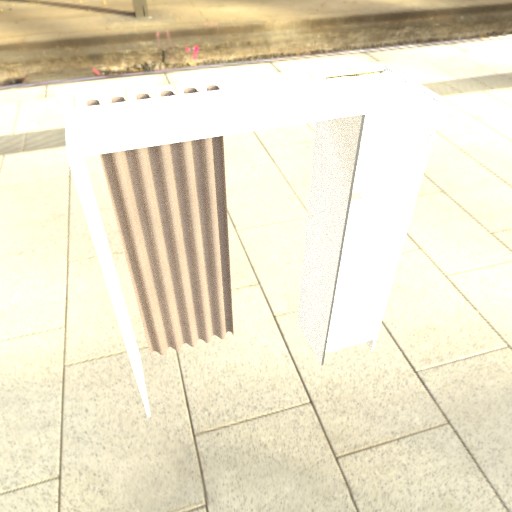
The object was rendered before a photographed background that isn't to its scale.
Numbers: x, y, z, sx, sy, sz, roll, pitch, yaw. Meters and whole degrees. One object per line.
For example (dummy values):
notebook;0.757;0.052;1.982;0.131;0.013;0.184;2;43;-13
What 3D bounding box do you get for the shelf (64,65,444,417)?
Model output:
shelf;0.000;0.000;2.549;1.600;1.820;0.500;-13;43;-14
